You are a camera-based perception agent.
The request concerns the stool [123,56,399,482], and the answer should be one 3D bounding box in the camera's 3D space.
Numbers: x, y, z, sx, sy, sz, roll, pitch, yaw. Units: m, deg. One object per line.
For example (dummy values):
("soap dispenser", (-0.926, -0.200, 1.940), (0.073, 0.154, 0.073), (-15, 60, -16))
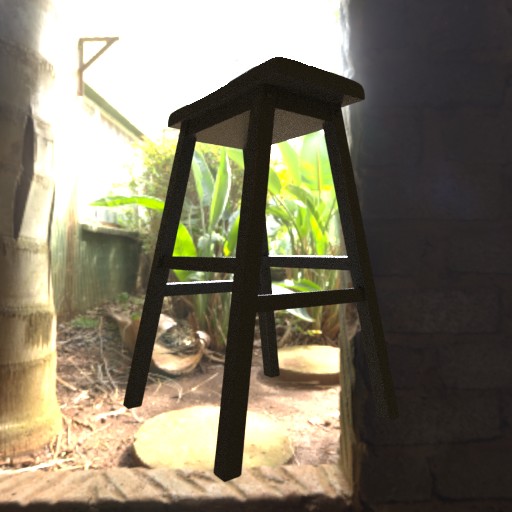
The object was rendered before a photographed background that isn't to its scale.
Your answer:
("stool", (0.000, 0.000, 1.049), (0.476, 0.737, 0.457), (0, 1, -37))
